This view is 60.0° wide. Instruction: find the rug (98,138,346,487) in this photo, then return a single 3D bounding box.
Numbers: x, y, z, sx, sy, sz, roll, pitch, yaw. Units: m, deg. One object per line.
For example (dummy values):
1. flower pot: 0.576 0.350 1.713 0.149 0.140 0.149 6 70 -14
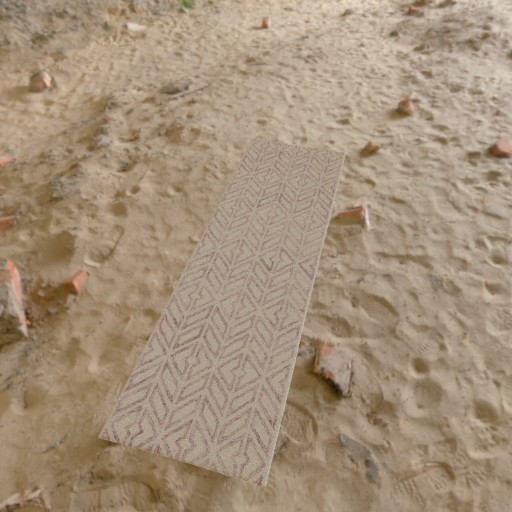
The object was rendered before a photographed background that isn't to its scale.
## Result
1. rug: 0.000 0.000 2.652 0.750 0.009 2.435 11 48 10
